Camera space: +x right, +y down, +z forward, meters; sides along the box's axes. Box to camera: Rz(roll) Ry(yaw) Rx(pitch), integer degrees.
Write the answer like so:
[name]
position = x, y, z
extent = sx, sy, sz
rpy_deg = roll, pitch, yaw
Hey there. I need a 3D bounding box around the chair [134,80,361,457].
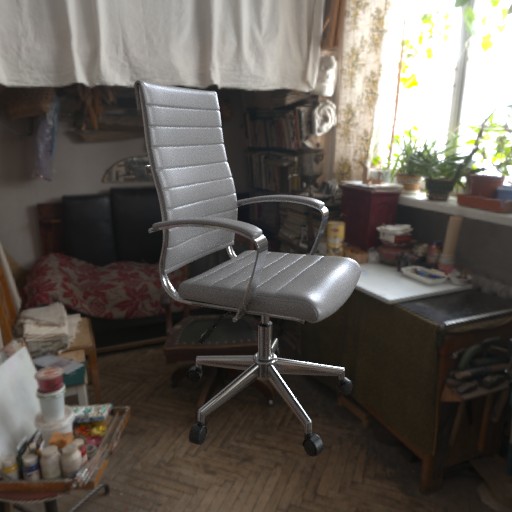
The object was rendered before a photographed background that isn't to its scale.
[chair]
position = 0.000, 0.000, 1.565
extent = 0.667, 1.149, 0.679
rpy_deg = 8, 18, 26
